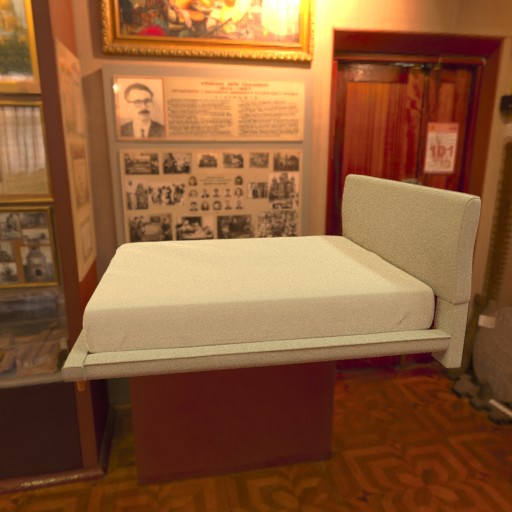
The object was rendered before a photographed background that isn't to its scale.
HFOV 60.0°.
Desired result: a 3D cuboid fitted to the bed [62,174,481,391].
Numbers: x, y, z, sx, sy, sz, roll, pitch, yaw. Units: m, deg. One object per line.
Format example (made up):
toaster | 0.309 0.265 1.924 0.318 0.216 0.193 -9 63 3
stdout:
bed | 0.000 0.000 3.485 2.498 1.126 1.980 -2 15 -9
